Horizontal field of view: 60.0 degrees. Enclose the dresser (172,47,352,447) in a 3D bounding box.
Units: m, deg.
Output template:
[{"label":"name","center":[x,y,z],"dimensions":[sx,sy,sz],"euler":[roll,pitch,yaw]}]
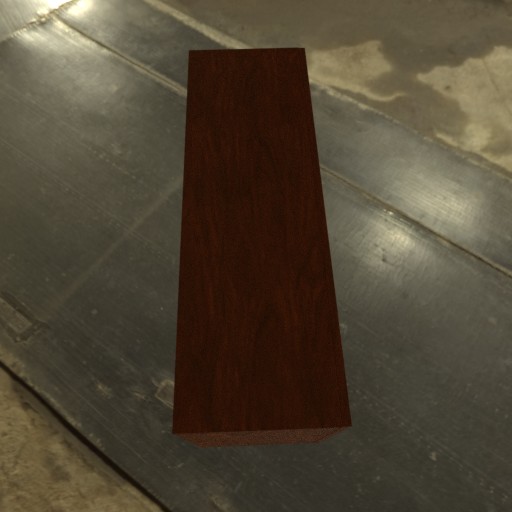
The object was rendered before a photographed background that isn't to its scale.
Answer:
[{"label":"dresser","center":[0.000,0.000,1.904],"dimensions":[0.500,0.889,1.472],"euler":[-2,64,-1]}]
